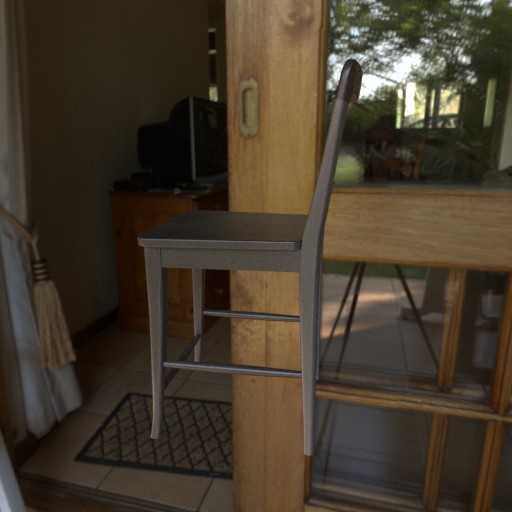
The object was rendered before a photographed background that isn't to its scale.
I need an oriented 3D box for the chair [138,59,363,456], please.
[{"bbox_3d":[0.000,0.000,1.291,0.546,0.991,0.450,3,15,10],"label":"chair"}]
